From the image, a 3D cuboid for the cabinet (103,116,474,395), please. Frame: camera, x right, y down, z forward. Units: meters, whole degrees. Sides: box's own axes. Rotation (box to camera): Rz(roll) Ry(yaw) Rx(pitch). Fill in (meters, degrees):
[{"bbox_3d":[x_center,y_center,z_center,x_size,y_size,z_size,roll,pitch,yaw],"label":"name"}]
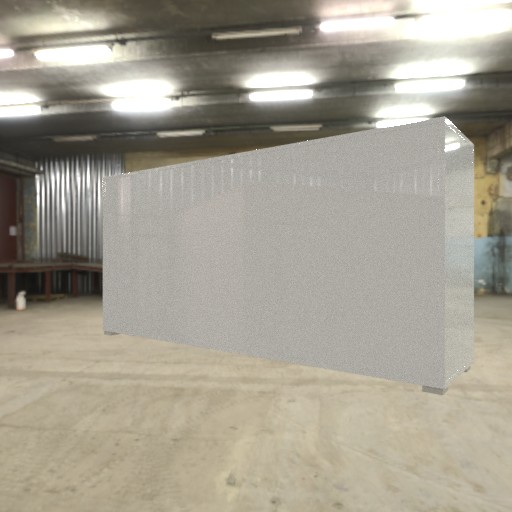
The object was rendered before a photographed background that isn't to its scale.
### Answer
[{"bbox_3d":[0.000,0.000,1.922,1.650,0.800,0.400,0,0,37],"label":"cabinet"}]
